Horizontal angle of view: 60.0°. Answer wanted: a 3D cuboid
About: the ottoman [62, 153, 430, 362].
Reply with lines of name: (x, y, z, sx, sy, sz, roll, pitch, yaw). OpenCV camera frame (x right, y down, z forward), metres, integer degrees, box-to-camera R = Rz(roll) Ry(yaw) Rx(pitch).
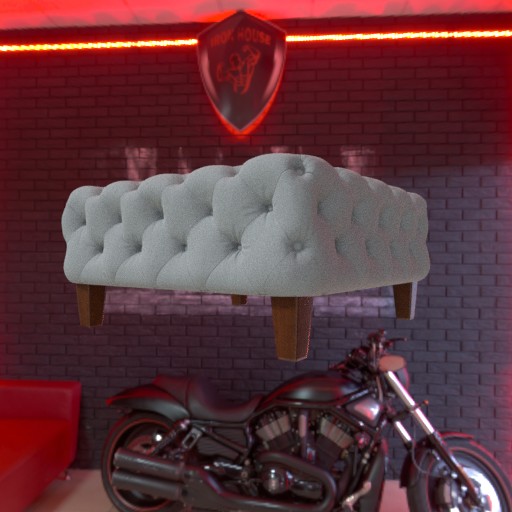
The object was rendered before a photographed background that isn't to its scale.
ottoman: (0.000, 0.000, 1.469, 0.917, 0.439, 0.911, 0, 0, 37)
